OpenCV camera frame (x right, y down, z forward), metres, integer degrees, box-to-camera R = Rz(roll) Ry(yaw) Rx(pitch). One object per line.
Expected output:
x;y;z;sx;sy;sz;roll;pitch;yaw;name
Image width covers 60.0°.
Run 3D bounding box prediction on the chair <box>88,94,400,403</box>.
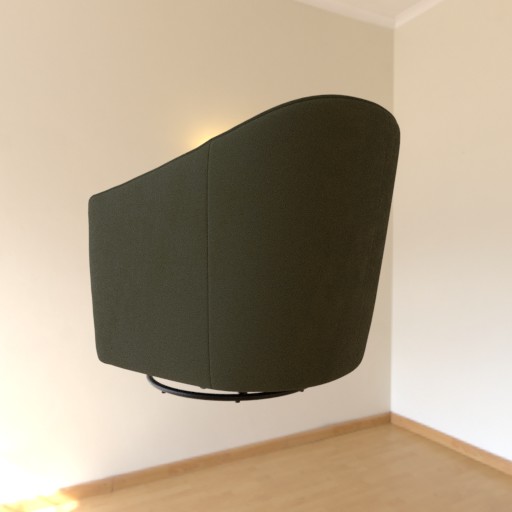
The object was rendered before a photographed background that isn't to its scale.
0.000;0.000;1.436;0.875;0.799;0.747;1;1;36;chair
